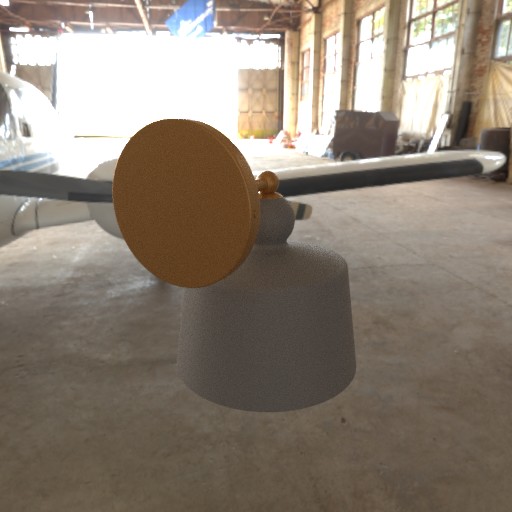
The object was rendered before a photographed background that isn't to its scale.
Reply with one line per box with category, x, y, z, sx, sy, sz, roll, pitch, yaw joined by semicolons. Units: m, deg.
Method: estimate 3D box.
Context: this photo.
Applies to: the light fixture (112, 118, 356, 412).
light fixture;0.000;0.000;0.453;0.204;0.268;0.254;9;19;26
